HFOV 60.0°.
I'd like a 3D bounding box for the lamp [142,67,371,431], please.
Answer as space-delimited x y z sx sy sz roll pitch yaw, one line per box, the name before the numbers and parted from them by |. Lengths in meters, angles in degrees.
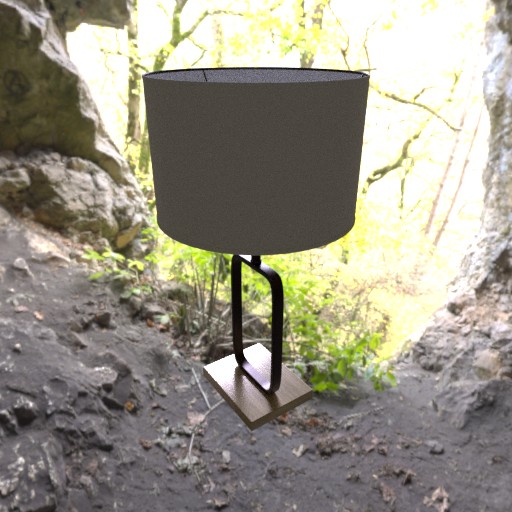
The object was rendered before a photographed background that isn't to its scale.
lamp | 0.000 0.000 0.664 0.279 0.508 0.279 -17 31 -31
